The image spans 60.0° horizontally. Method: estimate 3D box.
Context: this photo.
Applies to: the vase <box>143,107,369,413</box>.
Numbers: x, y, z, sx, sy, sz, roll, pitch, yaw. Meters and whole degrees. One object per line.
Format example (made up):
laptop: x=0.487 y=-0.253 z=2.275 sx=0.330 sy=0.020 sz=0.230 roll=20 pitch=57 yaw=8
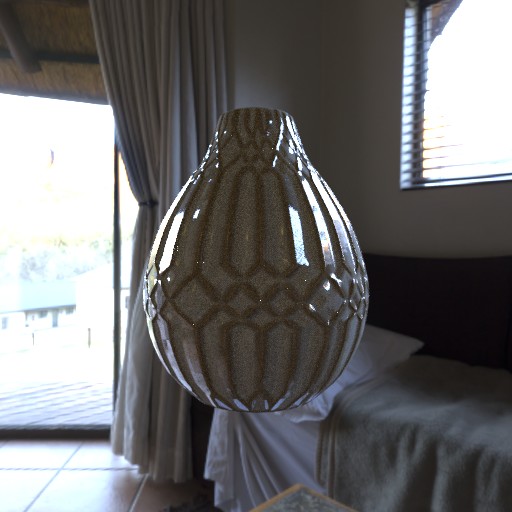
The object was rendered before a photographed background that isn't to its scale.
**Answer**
vase: x=0.000 y=0.000 z=0.322 sx=0.159 sy=0.200 sz=0.159 roll=0 pitch=0 yaw=0
